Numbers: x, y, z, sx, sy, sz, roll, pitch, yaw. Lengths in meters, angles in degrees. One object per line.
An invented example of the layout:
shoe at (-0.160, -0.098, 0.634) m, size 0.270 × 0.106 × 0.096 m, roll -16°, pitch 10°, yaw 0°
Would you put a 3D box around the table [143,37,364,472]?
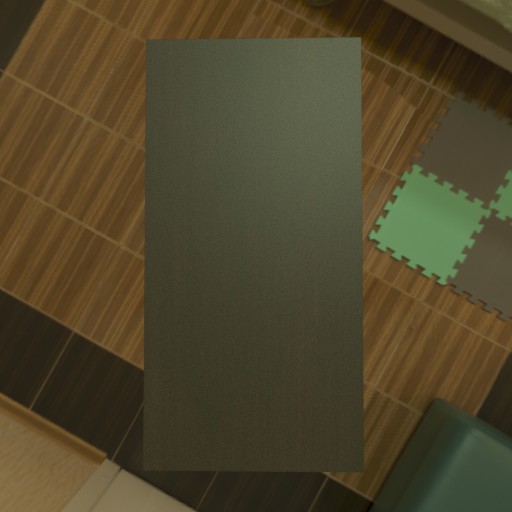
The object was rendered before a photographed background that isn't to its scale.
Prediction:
table at (0.000, 0.000, 1.343) m, size 0.499 × 0.660 × 0.991 m, roll 0°, pitch 88°, yaw 1°
